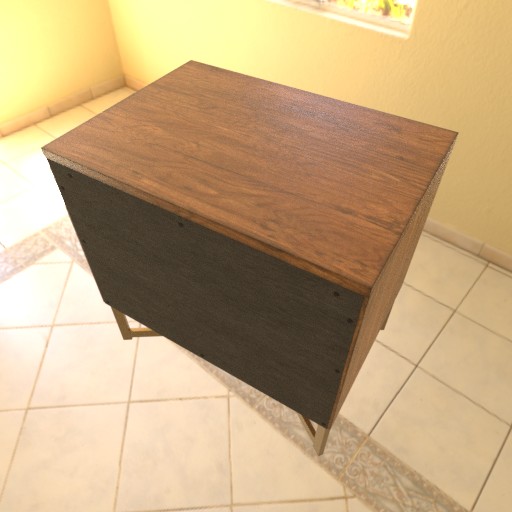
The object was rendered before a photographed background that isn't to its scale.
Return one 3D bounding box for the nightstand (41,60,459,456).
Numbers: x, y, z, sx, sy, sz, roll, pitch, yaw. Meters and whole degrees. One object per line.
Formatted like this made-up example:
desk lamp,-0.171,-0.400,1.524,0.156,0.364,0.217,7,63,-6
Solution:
nightstand,0.000,0.000,1.014,0.610,0.610,0.446,24,51,21
